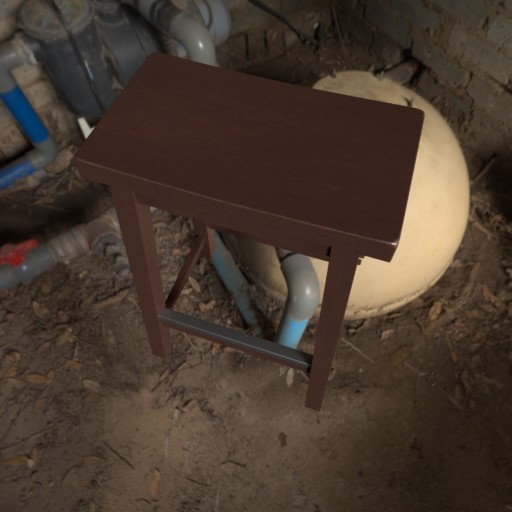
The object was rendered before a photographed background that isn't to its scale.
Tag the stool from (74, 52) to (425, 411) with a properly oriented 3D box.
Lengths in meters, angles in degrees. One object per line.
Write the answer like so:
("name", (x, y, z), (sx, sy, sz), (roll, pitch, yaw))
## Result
("stool", (0.000, 0.000, 0.831), (0.406, 0.610, 0.322), (16, 60, 10))
